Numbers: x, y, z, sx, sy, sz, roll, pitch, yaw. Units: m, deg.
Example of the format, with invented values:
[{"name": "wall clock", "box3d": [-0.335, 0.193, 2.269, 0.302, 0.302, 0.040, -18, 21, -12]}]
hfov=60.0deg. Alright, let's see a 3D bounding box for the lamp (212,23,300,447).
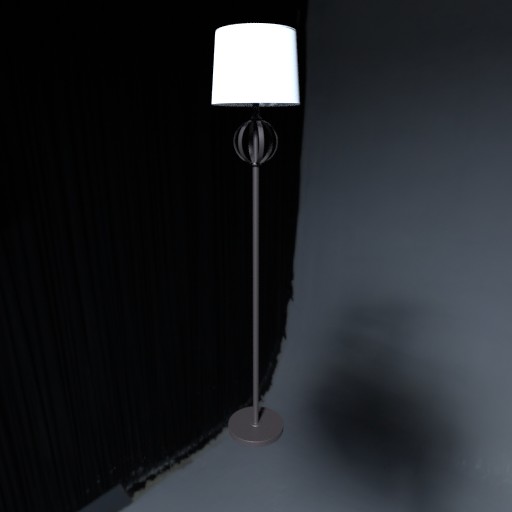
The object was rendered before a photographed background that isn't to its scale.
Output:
[{"name": "lamp", "box3d": [0.000, 0.000, 1.597, 0.286, 1.462, 0.286, 15, 22, 41]}]
